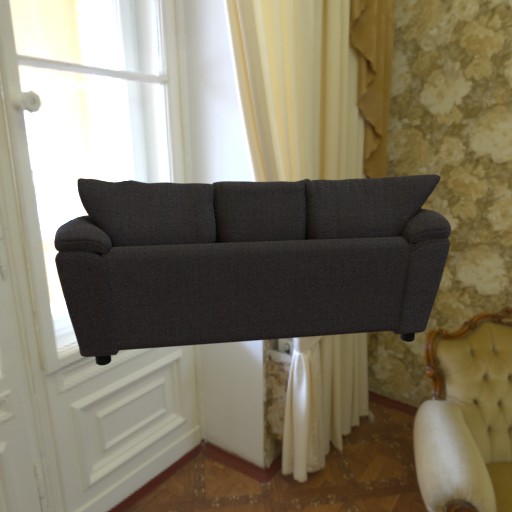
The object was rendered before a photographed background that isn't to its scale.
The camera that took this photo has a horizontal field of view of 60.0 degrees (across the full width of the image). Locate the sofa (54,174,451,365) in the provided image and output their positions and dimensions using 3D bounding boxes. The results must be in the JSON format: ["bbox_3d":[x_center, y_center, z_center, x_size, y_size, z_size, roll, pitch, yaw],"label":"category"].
[{"bbox_3d":[0.000,0.000,2.907,2.336,1.080,0.883,-2,15,-9],"label":"sofa"}]
